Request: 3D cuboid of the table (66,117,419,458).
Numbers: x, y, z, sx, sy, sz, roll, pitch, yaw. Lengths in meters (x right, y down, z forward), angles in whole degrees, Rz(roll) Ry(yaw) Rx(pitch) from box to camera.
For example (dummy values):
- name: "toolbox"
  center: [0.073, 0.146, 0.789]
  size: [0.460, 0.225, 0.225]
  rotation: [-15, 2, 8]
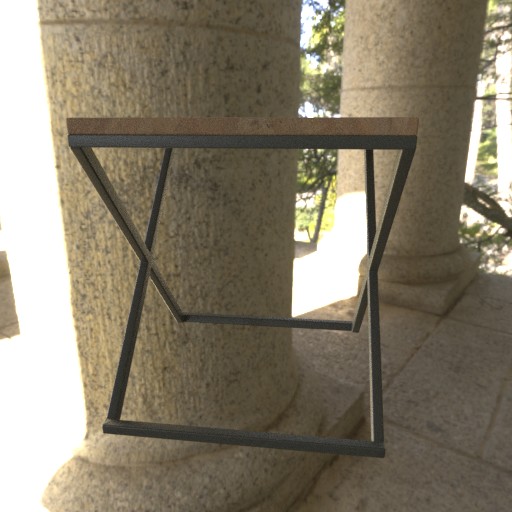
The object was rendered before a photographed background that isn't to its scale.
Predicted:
- name: "table"
  center: [0.000, 0.000, 0.928]
  size: [0.499, 0.550, 0.498]
  rotation: [2, 17, 7]
